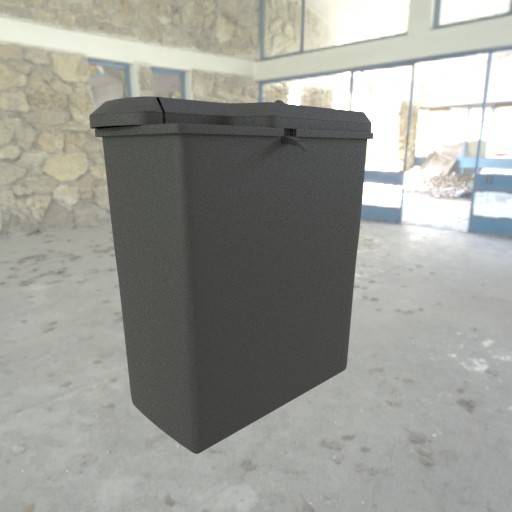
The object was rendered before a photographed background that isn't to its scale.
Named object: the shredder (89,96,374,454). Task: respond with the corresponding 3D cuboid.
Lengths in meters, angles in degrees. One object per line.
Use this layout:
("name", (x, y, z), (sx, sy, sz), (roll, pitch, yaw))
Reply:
("shredder", (0.000, 0.000, 0.509), (0.320, 0.335, 0.170), (-13, 18, -42))
